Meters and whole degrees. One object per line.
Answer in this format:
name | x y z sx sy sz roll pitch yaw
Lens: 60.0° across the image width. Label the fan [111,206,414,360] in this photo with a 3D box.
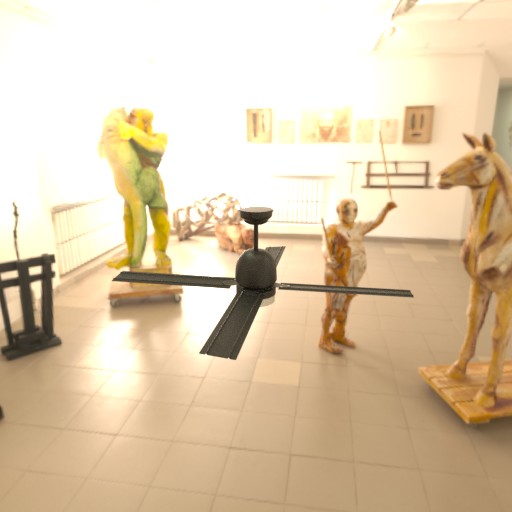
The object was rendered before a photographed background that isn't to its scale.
fan | 0.000 0.000 1.921 1.319 0.410 1.319 2 16 8
